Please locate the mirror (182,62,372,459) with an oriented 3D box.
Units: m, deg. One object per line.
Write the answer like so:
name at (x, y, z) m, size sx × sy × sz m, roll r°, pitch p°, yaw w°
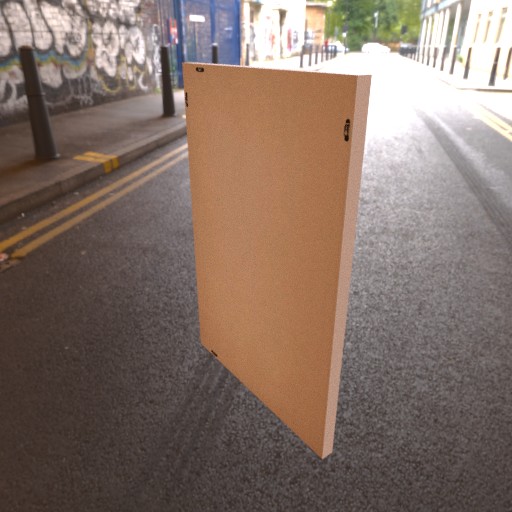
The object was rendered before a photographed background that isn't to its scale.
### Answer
mirror at (0.000, 0.000, 1.167) m, size 0.041 × 0.915 × 0.609 m, roll -18°, pitch 31°, yaw -33°
